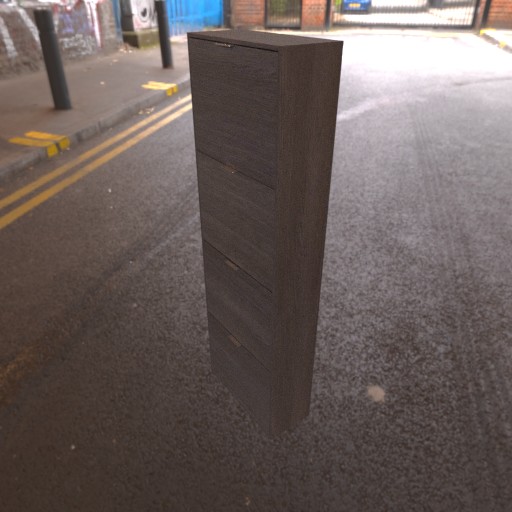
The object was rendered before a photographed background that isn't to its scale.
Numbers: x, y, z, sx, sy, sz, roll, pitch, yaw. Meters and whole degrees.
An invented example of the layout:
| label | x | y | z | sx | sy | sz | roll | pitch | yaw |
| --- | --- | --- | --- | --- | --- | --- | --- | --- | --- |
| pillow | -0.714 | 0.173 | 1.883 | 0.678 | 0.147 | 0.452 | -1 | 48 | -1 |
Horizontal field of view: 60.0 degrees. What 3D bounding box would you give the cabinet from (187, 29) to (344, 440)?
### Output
| label | x | y | z | sx | sy | sz | roll | pitch | yaw |
| --- | --- | --- | --- | --- | --- | --- | --- | --- | --- |
| cabinet | 0.000 | 0.000 | 1.829 | 0.255 | 1.630 | 0.520 | -21 | 37 | -30 |
